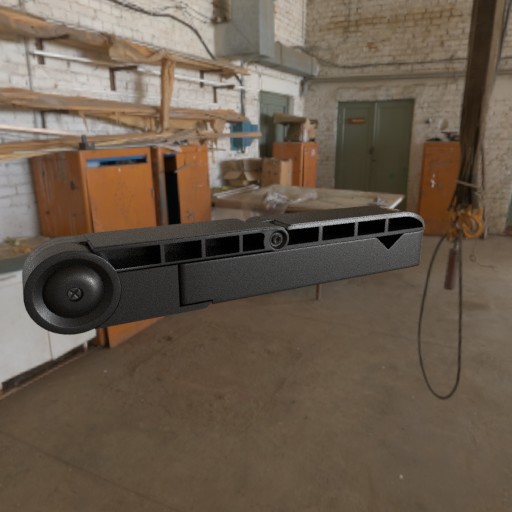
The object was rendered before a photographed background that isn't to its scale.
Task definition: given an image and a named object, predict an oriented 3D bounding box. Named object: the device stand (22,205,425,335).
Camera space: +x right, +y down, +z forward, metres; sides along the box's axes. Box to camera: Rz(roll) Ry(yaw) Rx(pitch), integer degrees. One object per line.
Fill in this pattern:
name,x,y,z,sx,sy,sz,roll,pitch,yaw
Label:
device stand,0.000,0.000,0.191,0.179,0.030,0.026,-8,18,-27
